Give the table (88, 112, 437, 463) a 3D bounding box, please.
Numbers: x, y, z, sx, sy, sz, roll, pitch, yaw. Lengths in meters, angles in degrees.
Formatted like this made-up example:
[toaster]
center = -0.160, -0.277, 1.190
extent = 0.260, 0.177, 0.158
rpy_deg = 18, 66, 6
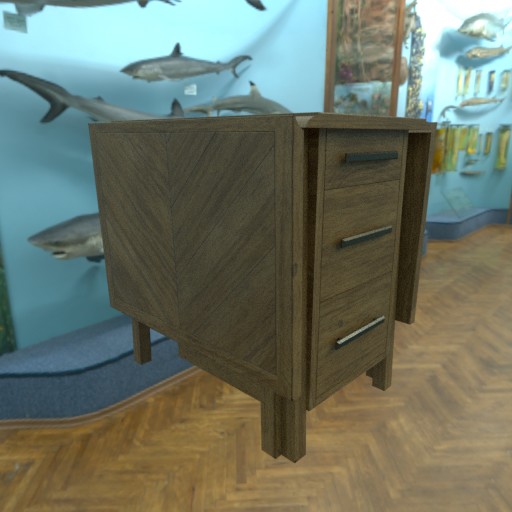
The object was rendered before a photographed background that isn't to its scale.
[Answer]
[table]
center = 0.000, 0.000, 1.300
extent = 0.746, 0.763, 0.591
rpy_deg = 14, 21, 42
